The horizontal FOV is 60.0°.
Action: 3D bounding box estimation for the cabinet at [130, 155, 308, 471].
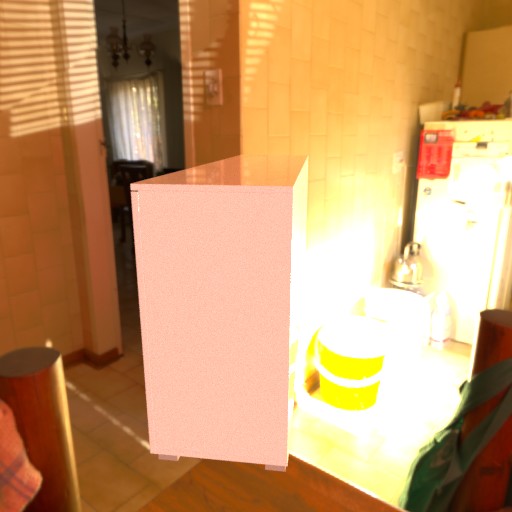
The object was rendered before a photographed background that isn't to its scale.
[{"bbox_3d":[0.000,0.000,1.956,0.400,0.800,1.650,2,15,7],"label":"cabinet"}]
